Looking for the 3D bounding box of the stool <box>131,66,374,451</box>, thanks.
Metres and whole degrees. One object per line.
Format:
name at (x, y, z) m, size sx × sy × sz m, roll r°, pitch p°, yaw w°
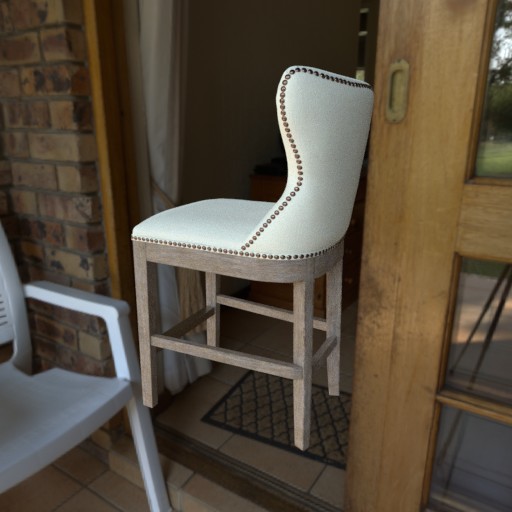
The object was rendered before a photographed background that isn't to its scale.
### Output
stool at (0.000, 0.000, 1.316) m, size 0.608 × 0.981 × 0.498 m, roll 8°, pitch 19°, yaw 26°
